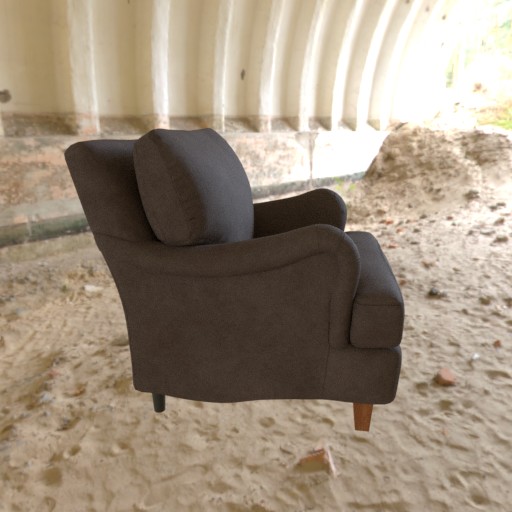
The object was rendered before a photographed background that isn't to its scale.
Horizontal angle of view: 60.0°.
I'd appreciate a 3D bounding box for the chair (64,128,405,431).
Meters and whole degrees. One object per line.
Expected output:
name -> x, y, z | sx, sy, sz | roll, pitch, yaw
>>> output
chair -> 0.000, 0.000, 1.799 | 1.070, 0.997, 0.955 | 2, 16, 8
